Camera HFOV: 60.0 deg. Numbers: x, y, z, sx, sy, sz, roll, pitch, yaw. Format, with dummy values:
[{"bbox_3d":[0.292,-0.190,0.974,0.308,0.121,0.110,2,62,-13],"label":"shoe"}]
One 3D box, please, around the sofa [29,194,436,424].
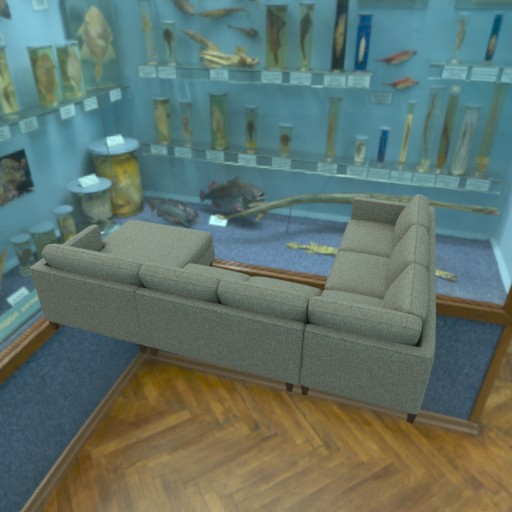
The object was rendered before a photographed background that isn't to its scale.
[{"bbox_3d":[0.000,0.000,4.547,3.403,0.889,2.551,10,33,16],"label":"sofa"}]
